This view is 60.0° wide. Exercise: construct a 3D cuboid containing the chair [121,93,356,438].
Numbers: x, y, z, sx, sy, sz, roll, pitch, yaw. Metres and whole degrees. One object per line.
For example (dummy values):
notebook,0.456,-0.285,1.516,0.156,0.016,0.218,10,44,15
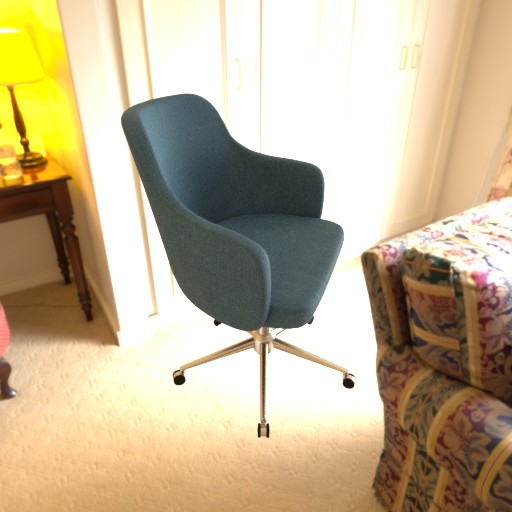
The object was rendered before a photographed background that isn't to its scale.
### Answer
chair,0.000,0.000,1.279,0.655,0.820,0.599,10,32,17
